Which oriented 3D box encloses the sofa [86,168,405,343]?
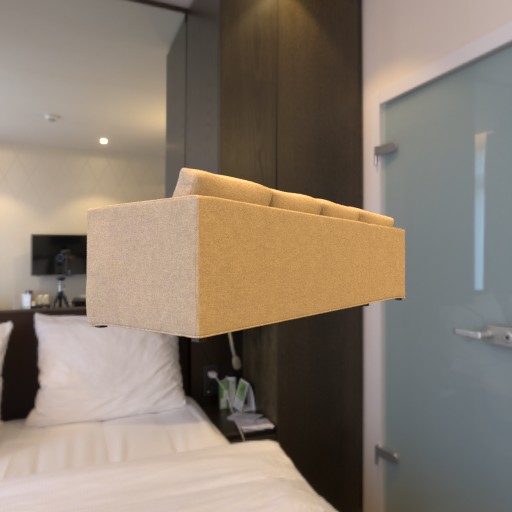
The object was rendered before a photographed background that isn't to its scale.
[{"bbox_3d":[0.000,0.000,3.896,1.638,0.920,3.198,0,-1,36],"label":"sofa"}]
